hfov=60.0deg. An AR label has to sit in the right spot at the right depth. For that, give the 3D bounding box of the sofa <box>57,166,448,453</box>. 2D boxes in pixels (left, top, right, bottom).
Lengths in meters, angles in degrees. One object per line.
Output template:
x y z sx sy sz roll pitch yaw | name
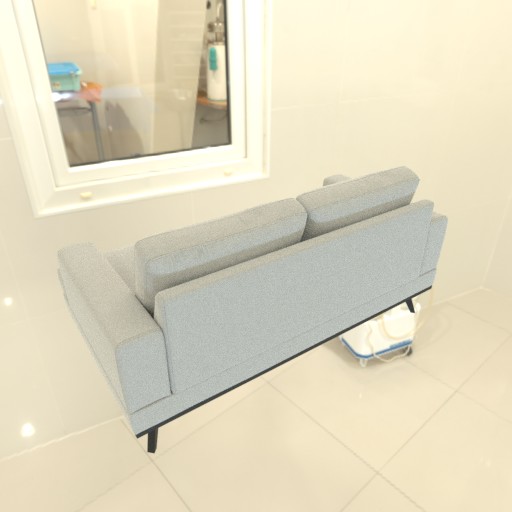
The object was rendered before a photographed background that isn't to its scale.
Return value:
0.000 0.000 2.131 1.650 0.810 0.920 -19 35 -29 | sofa
